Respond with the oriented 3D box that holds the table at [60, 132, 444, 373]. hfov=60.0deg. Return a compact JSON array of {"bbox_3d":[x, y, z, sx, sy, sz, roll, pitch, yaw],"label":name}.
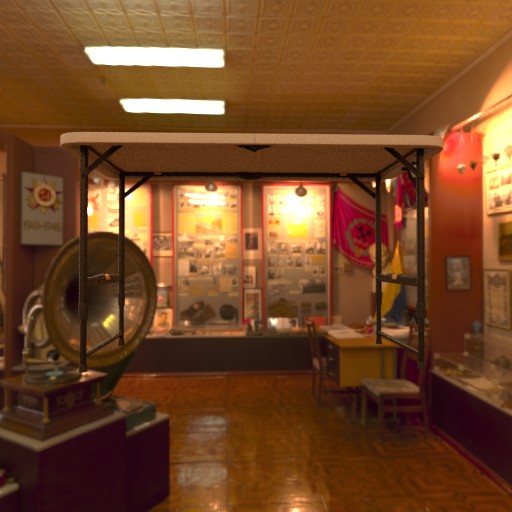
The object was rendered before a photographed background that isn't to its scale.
[{"bbox_3d":[0.000,0.000,1.642,1.245,0.737,0.611,0,-1,-2],"label":"table"}]
